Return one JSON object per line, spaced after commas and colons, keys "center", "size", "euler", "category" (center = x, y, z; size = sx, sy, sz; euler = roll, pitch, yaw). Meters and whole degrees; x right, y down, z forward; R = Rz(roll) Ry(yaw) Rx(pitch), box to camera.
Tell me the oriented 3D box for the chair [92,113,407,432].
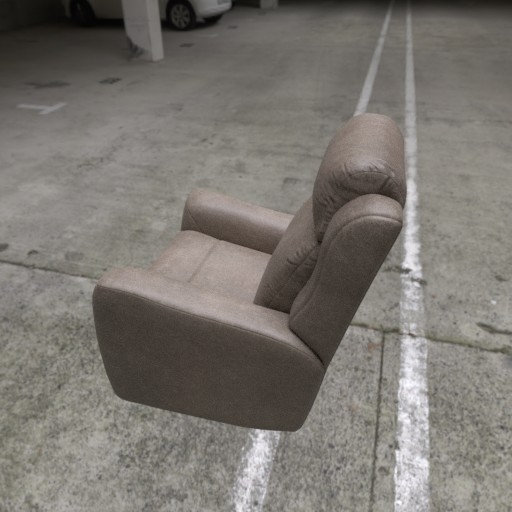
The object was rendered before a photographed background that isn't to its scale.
{"center": [0.000, 0.000, 1.879], "size": [1.068, 1.116, 0.967], "euler": [8, 32, 13], "category": "chair"}
